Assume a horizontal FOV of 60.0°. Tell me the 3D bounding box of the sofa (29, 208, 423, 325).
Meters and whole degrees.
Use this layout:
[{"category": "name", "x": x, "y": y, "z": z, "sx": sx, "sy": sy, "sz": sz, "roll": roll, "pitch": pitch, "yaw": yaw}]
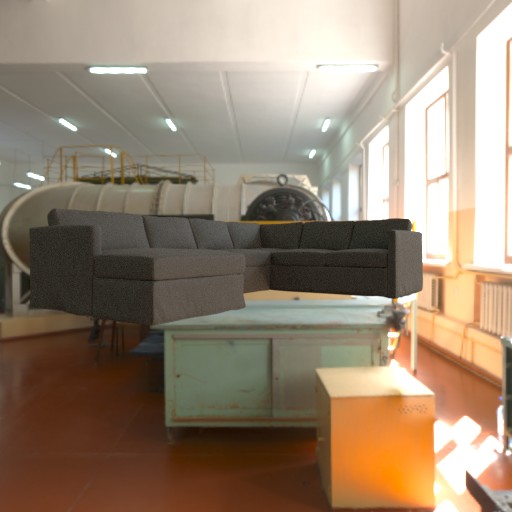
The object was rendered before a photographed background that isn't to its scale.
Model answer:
[{"category": "sofa", "x": 0.000, "y": 0.000, "z": 4.593, "sx": 2.476, "sy": 0.878, "sz": 3.528, "roll": 1, "pitch": 2, "yaw": 36}]
